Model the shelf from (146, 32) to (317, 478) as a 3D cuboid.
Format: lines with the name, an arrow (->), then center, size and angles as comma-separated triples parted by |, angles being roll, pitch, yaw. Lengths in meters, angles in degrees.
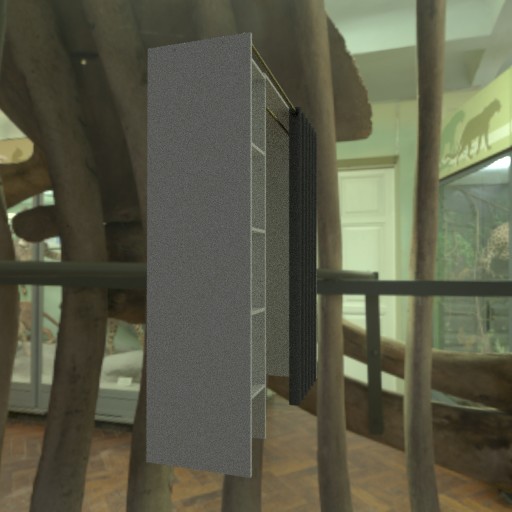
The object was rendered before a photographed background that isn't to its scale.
shelf -> 0.000, 0.000, 2.627 | 0.500, 1.810, 1.600 | 0, -1, 17
